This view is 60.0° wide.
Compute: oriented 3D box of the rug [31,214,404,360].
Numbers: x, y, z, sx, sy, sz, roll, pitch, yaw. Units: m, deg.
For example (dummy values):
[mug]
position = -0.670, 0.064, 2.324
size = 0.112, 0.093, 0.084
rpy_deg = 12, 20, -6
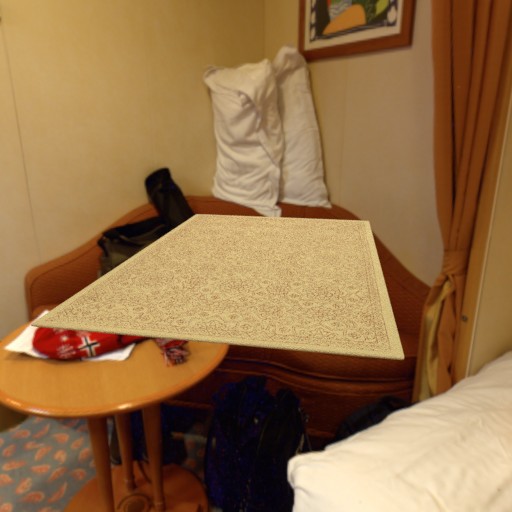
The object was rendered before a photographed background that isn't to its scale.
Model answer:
[rug]
position = 0.000, 0.000, 2.252
size = 1.219, 0.010, 1.829
rpy_deg = 3, 18, 10
